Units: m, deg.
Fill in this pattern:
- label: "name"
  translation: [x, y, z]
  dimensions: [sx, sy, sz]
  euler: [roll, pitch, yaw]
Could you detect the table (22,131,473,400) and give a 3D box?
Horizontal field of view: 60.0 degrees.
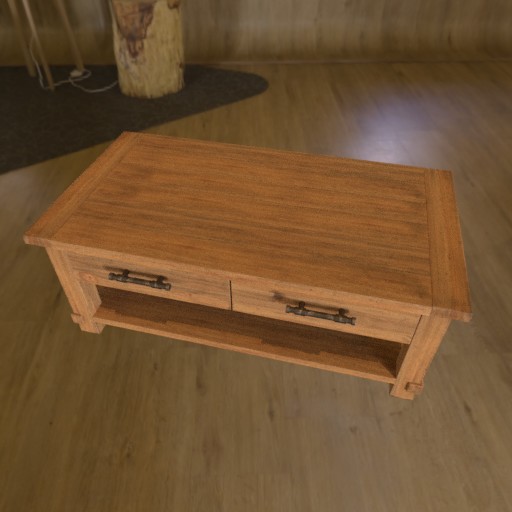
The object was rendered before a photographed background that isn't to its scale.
- label: "table"
  translation: [0.000, 0.000, 1.610]
  dimensions: [1.270, 0.494, 0.693]
  euler: [9, 44, 10]
